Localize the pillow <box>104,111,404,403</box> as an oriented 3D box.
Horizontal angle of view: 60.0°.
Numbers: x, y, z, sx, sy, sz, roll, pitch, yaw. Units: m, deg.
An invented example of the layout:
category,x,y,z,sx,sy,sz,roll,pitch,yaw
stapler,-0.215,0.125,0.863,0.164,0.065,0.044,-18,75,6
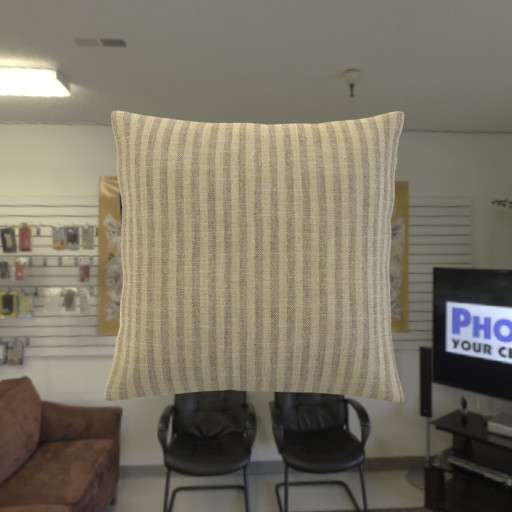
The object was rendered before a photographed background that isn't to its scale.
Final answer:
category,x,y,z,sx,sy,sz,roll,pitch,yaw
pillow,0.000,0.000,0.776,0.523,0.510,0.166,0,0,-1
